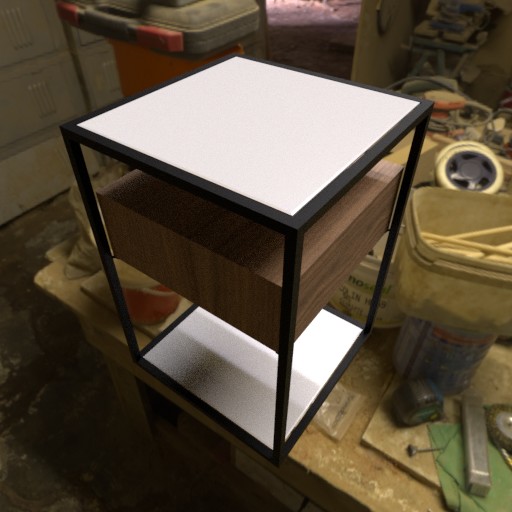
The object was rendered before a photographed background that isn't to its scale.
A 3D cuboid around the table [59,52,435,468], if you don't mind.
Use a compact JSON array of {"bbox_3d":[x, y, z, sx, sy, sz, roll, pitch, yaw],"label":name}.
[{"bbox_3d":[0.000,0.000,0.803,0.378,0.540,0.378,26,48,26],"label":"table"}]
